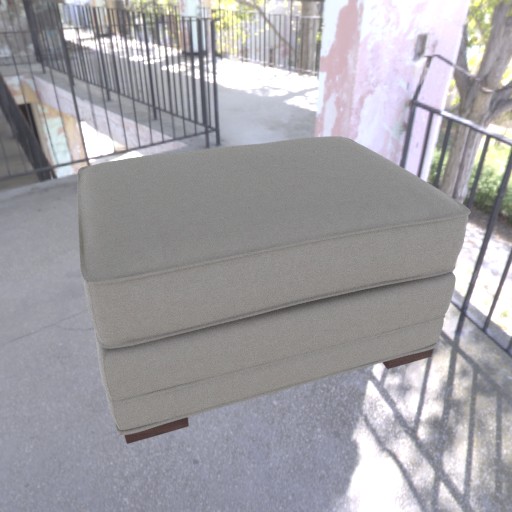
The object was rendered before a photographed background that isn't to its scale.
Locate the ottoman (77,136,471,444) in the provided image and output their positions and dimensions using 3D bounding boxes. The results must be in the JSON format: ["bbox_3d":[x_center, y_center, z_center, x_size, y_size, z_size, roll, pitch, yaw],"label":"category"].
[{"bbox_3d":[0.000,0.000,1.184,0.848,0.482,0.611,-11,34,-16],"label":"ottoman"}]
